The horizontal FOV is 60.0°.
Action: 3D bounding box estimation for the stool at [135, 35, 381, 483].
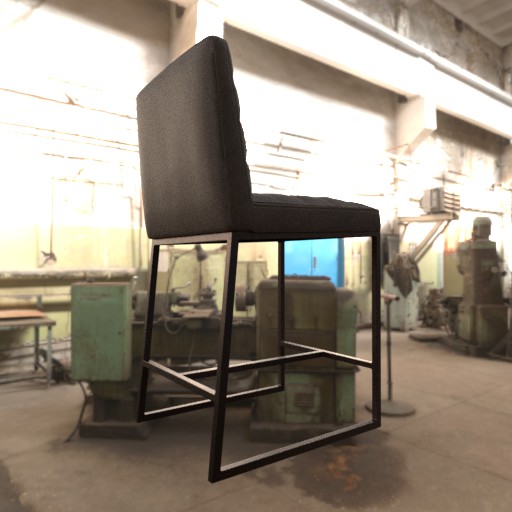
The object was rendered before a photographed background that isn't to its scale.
[{"bbox_3d":[0.000,0.000,1.251,0.562,0.946,0.463,0,-1,-36],"label":"stool"}]
